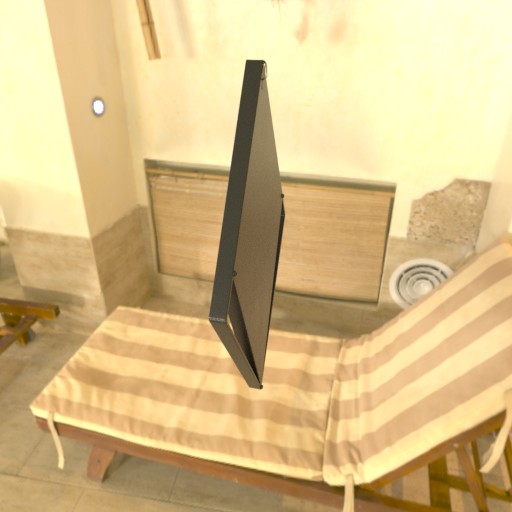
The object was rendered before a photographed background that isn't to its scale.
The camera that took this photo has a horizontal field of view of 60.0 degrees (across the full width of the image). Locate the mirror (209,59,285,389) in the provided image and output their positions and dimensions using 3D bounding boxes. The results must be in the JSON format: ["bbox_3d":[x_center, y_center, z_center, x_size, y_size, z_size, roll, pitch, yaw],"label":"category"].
[{"bbox_3d":[0.000,0.000,0.836,0.032,0.679,0.419,8,29,14],"label":"mirror"}]
